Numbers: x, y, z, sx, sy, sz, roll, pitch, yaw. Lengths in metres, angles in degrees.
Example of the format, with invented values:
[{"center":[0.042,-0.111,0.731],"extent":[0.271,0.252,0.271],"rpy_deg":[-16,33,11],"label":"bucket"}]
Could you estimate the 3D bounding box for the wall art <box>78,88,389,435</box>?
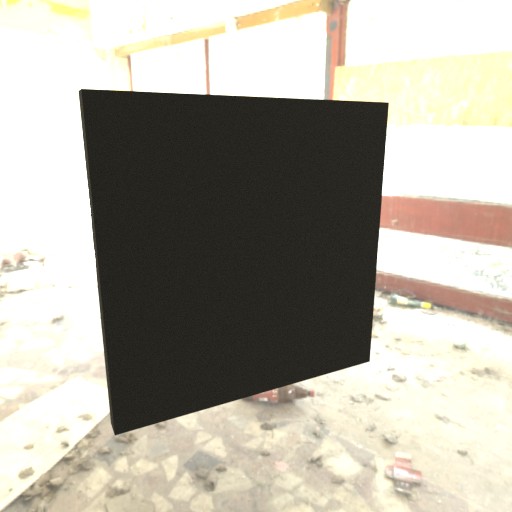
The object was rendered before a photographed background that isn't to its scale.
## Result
[{"center":[0.000,0.000,0.678],"extent":[0.462,0.458,0.030],"rpy_deg":[-8,17,-26],"label":"wall art"}]
